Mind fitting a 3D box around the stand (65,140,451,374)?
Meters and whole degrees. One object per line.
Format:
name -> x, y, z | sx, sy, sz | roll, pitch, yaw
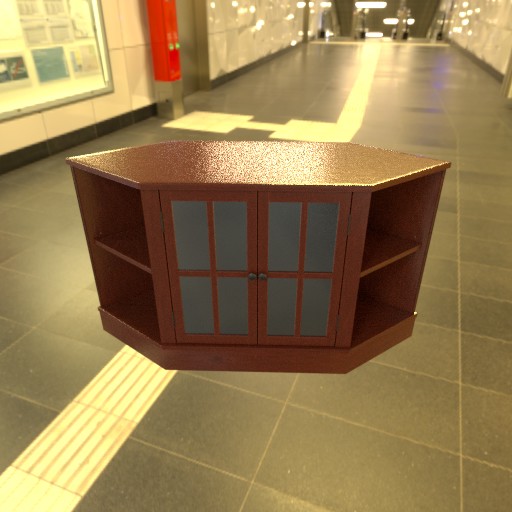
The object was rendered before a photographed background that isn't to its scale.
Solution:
stand -> 0.000, 0.000, 1.381 | 1.072, 0.614, 0.381 | 1, 30, 2
